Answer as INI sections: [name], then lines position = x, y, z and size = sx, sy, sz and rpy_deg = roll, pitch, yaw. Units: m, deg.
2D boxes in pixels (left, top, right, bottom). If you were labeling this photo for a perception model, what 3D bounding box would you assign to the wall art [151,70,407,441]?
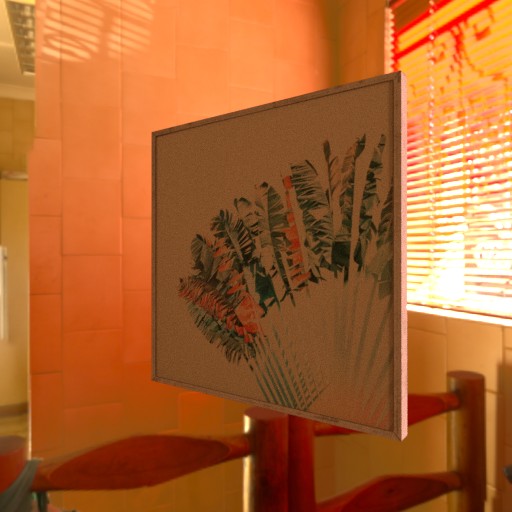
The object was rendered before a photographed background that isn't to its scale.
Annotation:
[wall art]
position = 0.000, 0.000, 1.143
size = 0.760, 0.757, 0.038
rpy_deg = 0, 0, 36
